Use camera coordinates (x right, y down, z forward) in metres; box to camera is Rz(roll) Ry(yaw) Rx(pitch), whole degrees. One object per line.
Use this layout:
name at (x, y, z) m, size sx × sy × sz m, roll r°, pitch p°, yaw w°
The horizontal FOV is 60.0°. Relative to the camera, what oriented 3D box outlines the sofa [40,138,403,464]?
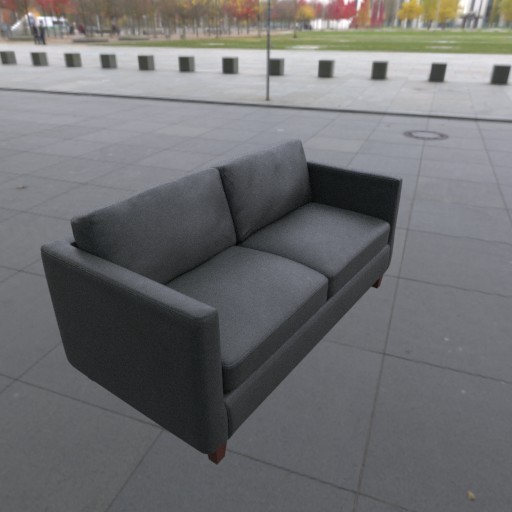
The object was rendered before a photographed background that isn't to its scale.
sofa at (0.000, 0.000, 2.423) m, size 0.951 × 0.933 × 1.883 m, roll 19°, pitch 33°, yaw 31°
